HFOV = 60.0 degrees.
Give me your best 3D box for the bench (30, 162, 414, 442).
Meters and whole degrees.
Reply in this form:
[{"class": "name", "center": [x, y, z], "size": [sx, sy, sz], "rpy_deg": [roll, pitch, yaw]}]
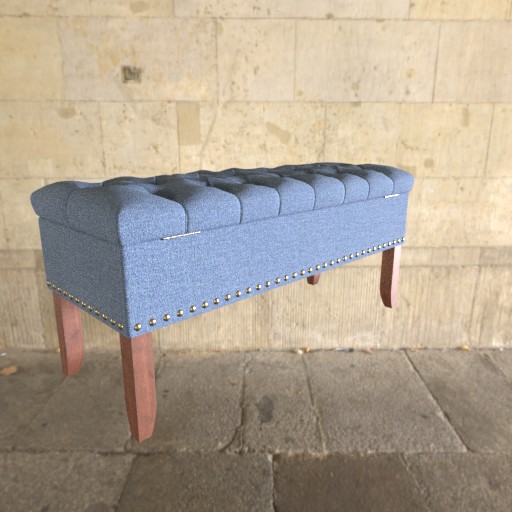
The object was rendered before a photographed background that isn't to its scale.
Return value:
[{"class": "bench", "center": [0.000, 0.000, 1.277], "size": [1.052, 0.492, 0.417], "rpy_deg": [-15, 21, -43]}]
